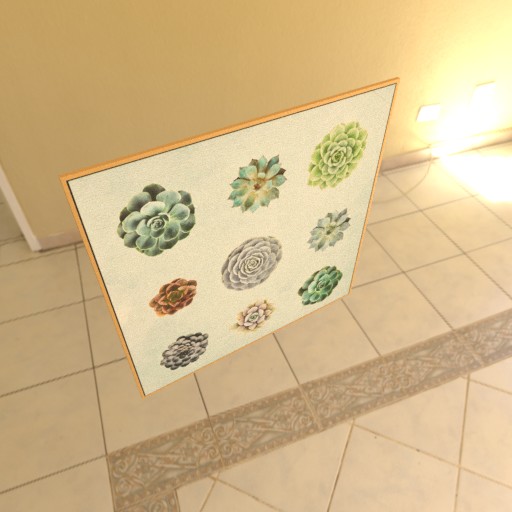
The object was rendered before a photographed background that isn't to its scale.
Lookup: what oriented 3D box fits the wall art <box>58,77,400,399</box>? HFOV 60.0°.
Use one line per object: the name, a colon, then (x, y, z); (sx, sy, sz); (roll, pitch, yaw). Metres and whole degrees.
wall art: (0.000, 0.000, 1.442); (0.962, 0.959, 0.013); (-23, 49, -21)
